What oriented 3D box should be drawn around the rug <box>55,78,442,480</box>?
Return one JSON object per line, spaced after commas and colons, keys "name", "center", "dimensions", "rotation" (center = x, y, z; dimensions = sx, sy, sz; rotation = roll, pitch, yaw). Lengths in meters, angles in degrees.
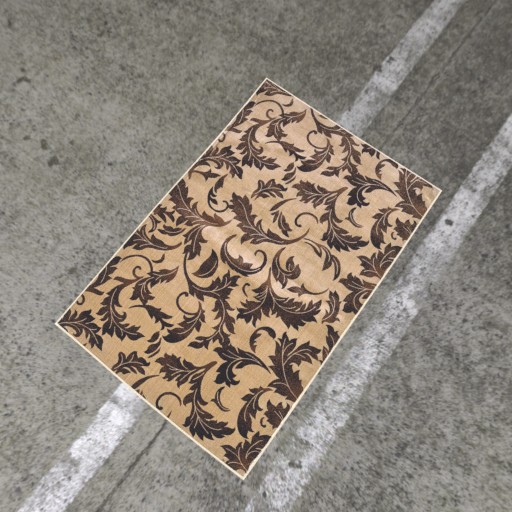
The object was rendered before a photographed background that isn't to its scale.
{"name": "rug", "center": [0.000, 0.000, 2.940], "dimensions": [1.522, 0.008, 2.284], "rotation": [36, 78, 9]}
